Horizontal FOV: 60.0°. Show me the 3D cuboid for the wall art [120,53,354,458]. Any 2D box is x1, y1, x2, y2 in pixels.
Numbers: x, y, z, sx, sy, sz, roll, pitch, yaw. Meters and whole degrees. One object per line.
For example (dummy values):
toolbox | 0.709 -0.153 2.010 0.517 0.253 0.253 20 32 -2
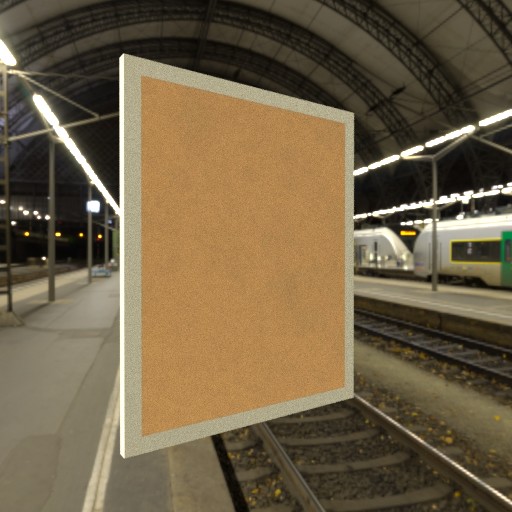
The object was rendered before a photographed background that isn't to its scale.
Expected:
wall art | 0.000 0.000 1.087 0.661 0.811 0.026 0 0 -35
